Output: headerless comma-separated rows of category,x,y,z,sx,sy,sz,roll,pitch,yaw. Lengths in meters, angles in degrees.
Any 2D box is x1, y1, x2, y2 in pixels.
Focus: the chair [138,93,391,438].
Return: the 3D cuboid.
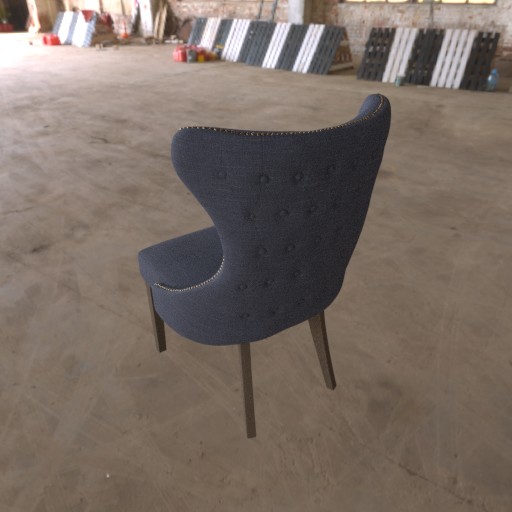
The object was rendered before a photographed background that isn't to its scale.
chair,0.000,0.000,1.378,0.628,0.967,0.635,-20,36,-29
